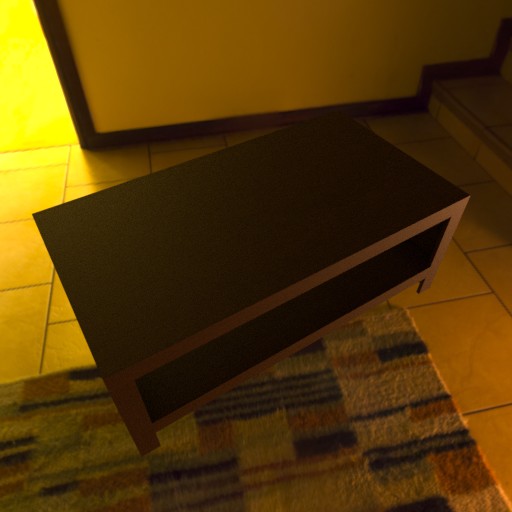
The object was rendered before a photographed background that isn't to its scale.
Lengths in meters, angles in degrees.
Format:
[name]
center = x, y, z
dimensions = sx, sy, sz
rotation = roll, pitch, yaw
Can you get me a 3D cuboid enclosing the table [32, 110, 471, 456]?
[table]
center = 0.000, 0.000, 1.414
dimensions = 1.099, 0.424, 0.597
rotation = -24, 51, -22
